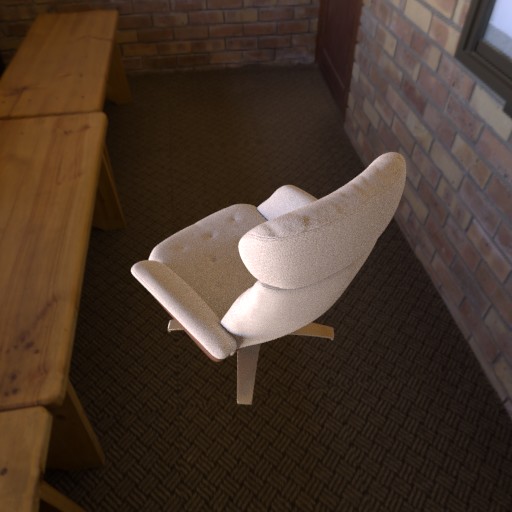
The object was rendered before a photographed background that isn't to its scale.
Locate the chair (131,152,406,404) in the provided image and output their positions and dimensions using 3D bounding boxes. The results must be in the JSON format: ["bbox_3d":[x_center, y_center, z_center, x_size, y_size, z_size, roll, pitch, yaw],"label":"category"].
[{"bbox_3d":[0.000,0.000,1.604,0.785,0.995,0.837,-32,53,-27],"label":"chair"}]
